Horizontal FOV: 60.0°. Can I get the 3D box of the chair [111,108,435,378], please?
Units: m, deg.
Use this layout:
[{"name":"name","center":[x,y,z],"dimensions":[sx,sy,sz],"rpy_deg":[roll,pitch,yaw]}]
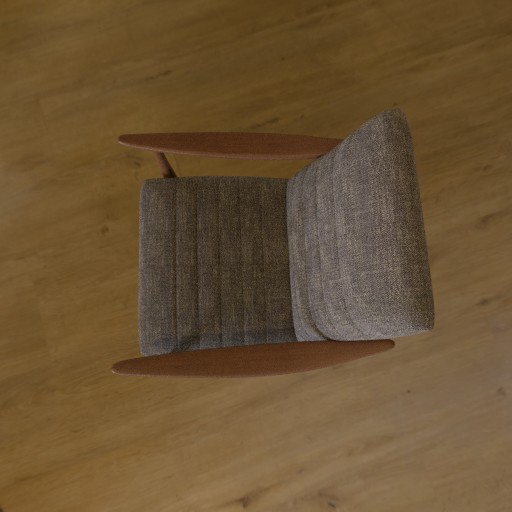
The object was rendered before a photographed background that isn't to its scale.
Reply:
[{"name":"chair","center":[0.000,0.000,1.430],"dimensions":[0.798,0.832,0.741],"rpy_deg":[-2,78,-1]}]
